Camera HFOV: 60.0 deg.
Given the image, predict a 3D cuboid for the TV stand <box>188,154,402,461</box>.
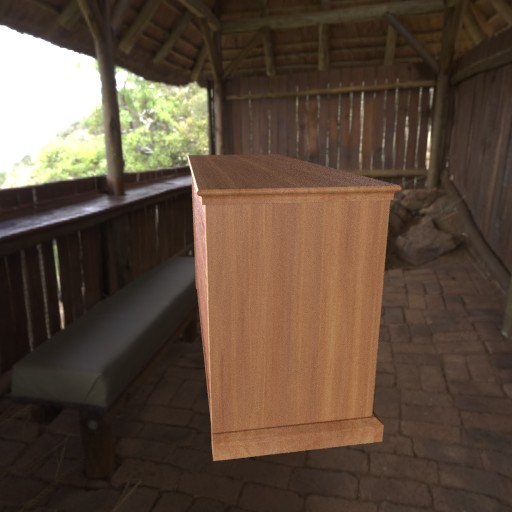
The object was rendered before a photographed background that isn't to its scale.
[{"bbox_3d":[0.000,0.000,1.503,0.417,0.607,1.181,-3,16,-9],"label":"TV stand"}]
